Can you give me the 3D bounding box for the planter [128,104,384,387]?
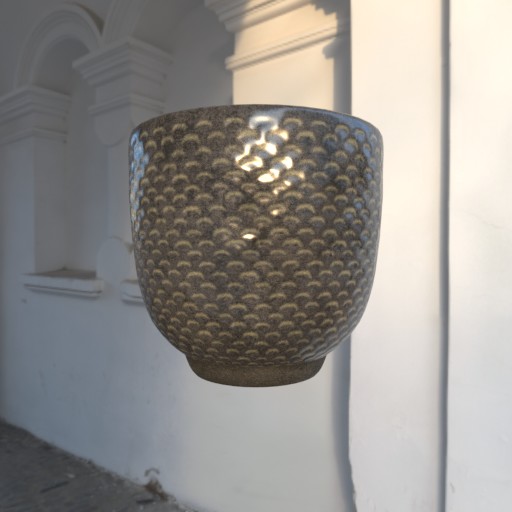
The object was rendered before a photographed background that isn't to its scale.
[{"bbox_3d":[0.000,0.000,0.312,0.172,0.160,0.172,0,1,0],"label":"planter"}]
